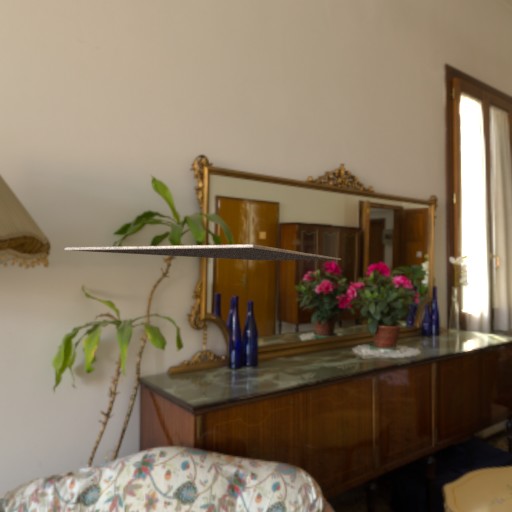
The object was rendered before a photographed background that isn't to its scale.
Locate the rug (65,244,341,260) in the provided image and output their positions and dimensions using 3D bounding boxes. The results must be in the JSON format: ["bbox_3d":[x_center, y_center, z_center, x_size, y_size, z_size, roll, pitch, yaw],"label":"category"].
[{"bbox_3d":[0.000,0.000,2.715,0.750,0.011,2.435,0,-2,17],"label":"rug"}]
